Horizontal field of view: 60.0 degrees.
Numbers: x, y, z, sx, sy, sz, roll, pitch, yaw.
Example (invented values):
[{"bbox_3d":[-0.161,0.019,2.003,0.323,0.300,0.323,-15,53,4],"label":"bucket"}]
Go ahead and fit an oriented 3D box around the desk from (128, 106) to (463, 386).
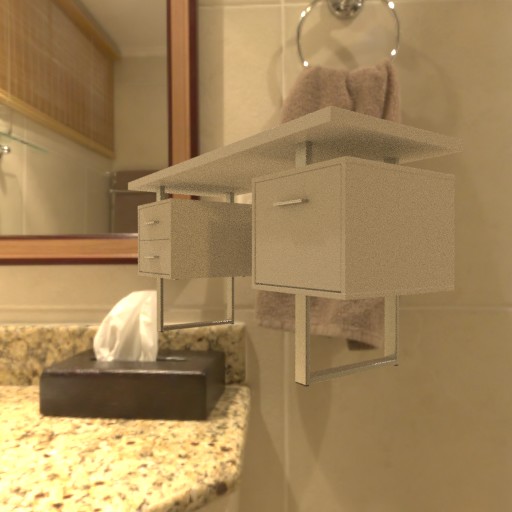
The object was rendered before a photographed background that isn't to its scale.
[{"bbox_3d":[0.000,0.000,1.919,0.603,0.773,1.530,0,1,-35],"label":"desk"}]
